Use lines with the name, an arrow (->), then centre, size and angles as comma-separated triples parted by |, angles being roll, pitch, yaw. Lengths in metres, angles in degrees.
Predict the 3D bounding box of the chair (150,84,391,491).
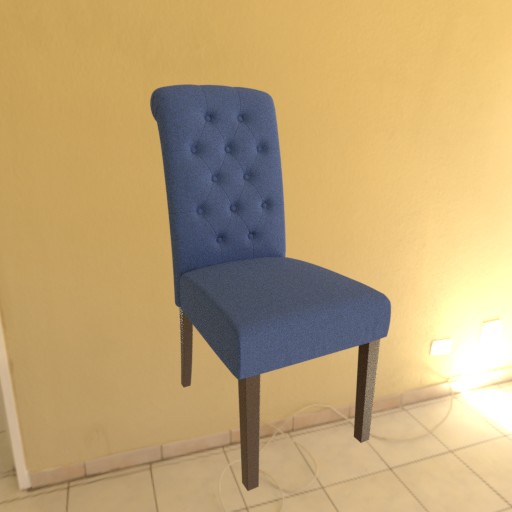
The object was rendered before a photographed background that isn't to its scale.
chair -> 0.000, 0.000, 1.332 | 0.456, 1.006, 0.671 | -8, 18, -28
